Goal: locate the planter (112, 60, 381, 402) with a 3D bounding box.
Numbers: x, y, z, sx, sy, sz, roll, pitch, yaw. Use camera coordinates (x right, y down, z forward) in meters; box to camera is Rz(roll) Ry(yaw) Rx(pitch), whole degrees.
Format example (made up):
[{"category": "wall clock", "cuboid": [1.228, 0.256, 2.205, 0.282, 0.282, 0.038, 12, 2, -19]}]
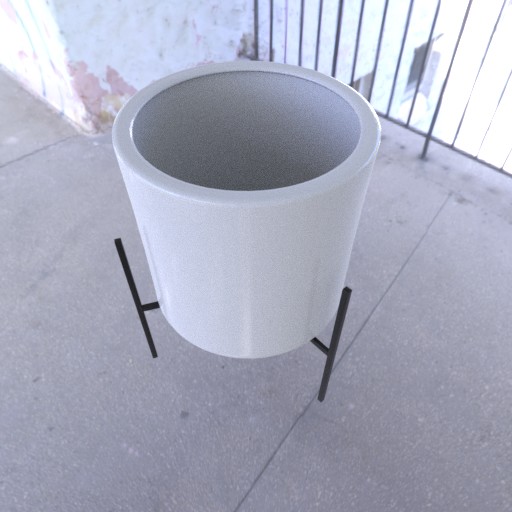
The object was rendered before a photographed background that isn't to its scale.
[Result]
[{"category": "planter", "cuboid": [0.000, 0.000, 0.714, 0.360, 0.480, 0.361, -33, 55, -27]}]
